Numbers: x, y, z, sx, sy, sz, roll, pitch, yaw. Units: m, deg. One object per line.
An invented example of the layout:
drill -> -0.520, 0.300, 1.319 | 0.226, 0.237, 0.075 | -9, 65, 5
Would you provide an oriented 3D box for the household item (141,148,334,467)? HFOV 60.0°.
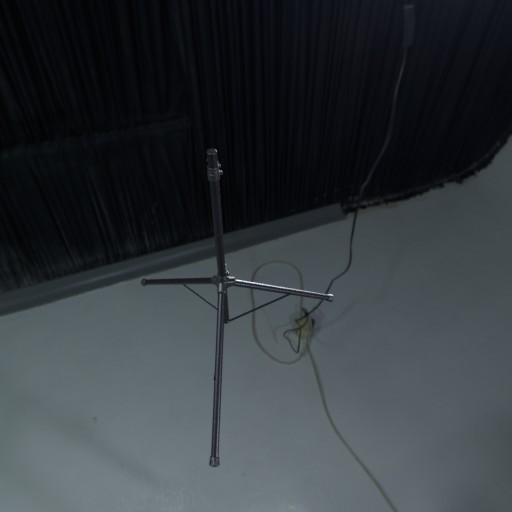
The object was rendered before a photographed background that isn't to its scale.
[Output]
household item -> 0.000, 0.000, 2.711 | 1.339, 1.595, 1.596 | -18, 49, -16
